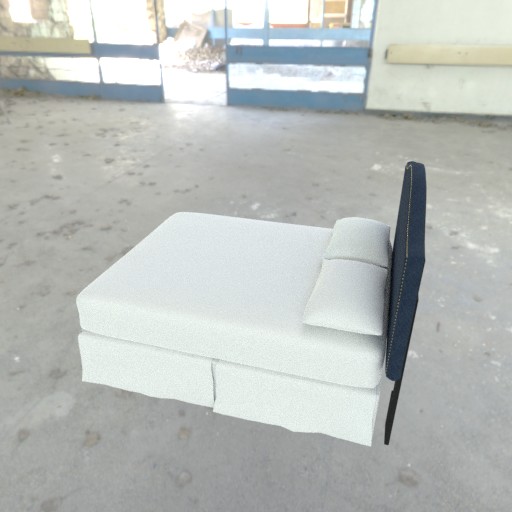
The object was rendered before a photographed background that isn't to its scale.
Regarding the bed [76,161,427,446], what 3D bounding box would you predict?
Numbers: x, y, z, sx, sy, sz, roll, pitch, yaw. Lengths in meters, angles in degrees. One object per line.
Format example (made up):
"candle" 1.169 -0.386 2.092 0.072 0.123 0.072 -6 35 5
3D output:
"bed" 0.000 0.000 3.275 2.153 1.518 1.725 8 29 15
